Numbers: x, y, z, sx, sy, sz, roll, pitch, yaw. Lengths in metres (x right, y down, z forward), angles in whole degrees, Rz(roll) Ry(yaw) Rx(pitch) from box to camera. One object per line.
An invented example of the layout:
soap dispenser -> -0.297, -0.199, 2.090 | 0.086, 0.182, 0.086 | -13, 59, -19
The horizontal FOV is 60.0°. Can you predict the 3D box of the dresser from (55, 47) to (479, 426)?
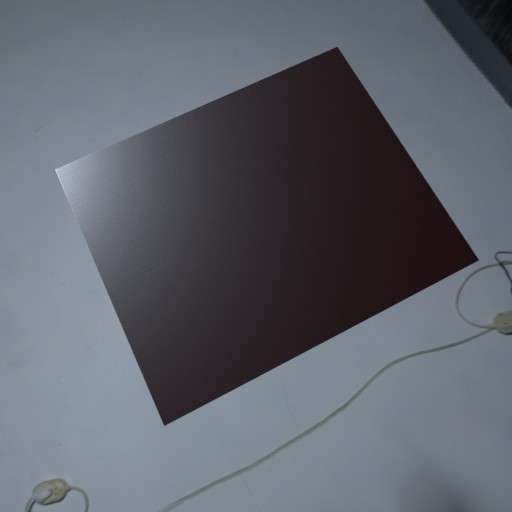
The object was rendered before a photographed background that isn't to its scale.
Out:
dresser -> 0.000, 0.000, 0.761 | 0.400, 0.470, 0.360 | -26, 76, -7
